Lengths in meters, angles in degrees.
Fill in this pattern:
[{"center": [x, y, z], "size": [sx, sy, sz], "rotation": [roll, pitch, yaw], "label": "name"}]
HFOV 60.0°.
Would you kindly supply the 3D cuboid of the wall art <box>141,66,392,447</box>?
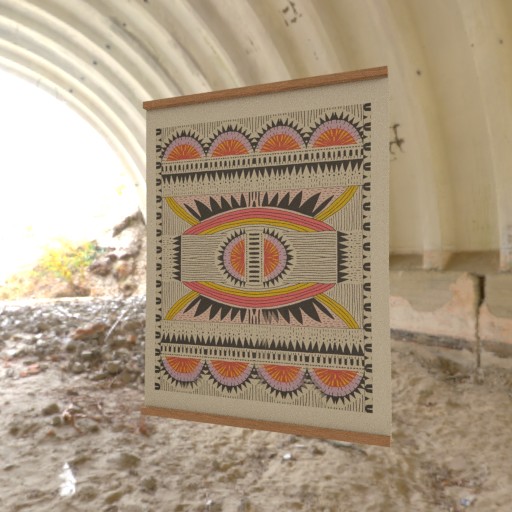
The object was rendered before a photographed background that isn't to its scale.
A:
[{"center": [0.000, 0.000, 0.693], "size": [0.403, 0.527, 0.028], "rotation": [0, -1, 20], "label": "wall art"}]
